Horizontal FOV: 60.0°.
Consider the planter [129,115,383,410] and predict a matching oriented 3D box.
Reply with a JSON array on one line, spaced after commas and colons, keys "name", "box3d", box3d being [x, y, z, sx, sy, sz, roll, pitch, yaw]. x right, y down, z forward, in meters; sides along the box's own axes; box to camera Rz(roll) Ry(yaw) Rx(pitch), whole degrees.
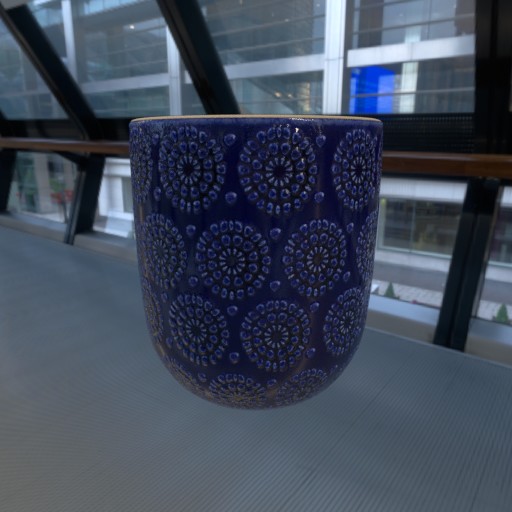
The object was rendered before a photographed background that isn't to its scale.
[{"name": "planter", "box3d": [0.000, 0.000, 0.354, 0.184, 0.206, 0.184, 0, 15, 0]}]
